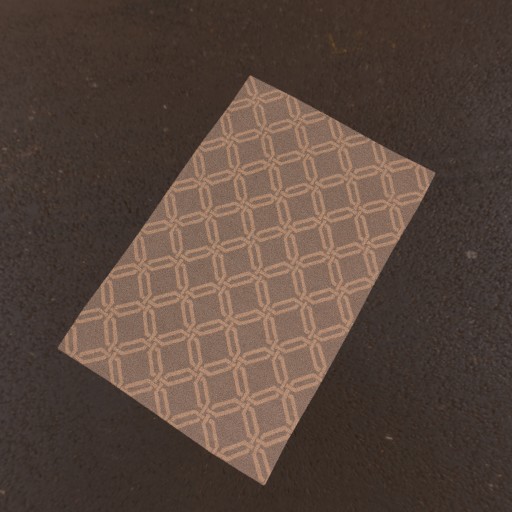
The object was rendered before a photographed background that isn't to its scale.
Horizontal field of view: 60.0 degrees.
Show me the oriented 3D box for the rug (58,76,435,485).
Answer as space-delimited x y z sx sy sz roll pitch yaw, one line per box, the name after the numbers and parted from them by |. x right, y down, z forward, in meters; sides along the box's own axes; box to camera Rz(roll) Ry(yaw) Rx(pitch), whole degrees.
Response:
0.000 0.000 2.201 1.148 0.010 1.754 30 77 8 | rug
